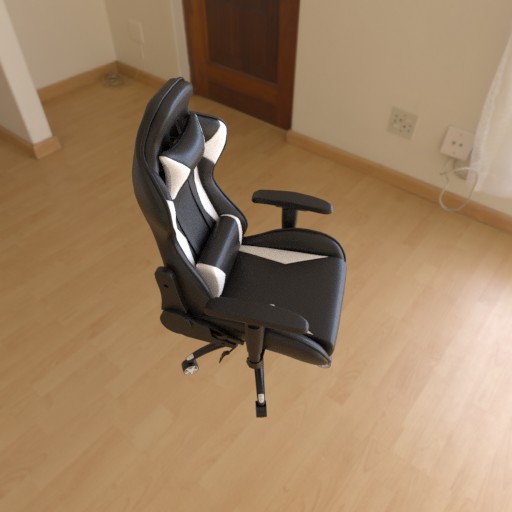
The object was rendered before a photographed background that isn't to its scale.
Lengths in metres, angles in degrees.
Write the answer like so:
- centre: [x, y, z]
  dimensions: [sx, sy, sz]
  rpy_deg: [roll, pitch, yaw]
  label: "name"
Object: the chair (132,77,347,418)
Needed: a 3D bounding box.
- centre: [0.000, 0.000, 1.707]
  dimensions: [0.695, 1.285, 0.730]
  rpy_deg: [10, 46, 10]
  label: "chair"
